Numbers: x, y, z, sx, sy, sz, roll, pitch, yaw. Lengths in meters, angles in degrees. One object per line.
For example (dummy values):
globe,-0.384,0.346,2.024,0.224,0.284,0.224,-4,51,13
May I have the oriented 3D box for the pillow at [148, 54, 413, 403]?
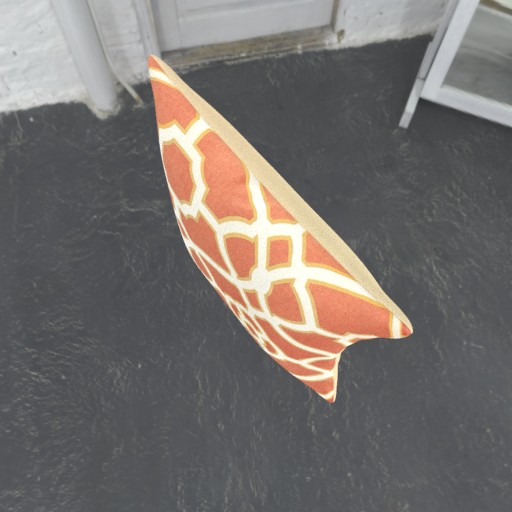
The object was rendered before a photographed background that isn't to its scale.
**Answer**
pillow,0.000,0.000,0.808,0.166,0.508,0.552,-34,69,-15
